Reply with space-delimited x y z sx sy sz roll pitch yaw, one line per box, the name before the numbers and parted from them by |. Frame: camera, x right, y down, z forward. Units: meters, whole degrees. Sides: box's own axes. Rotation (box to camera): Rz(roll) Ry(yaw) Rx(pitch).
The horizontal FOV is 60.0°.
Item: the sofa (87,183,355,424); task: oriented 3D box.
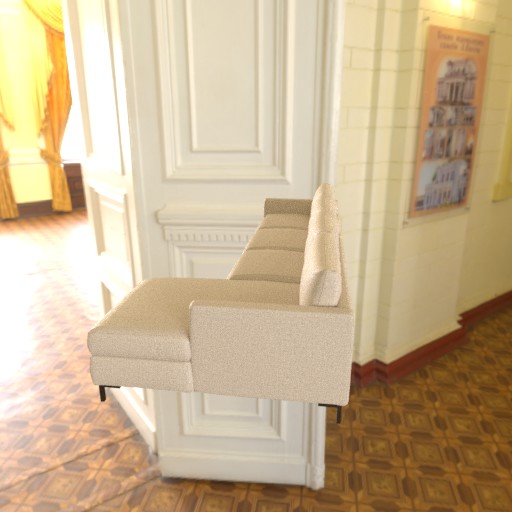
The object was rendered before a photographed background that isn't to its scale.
sofa | 0.000 0.000 3.282 1.258 0.755 2.731 3 18 8
